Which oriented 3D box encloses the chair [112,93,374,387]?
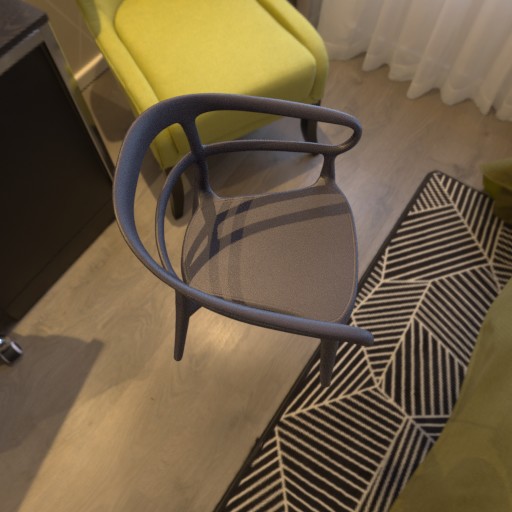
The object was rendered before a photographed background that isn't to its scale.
[{"bbox_3d":[0.000,0.000,1.170,0.527,0.761,0.559,3,64,2],"label":"chair"}]
